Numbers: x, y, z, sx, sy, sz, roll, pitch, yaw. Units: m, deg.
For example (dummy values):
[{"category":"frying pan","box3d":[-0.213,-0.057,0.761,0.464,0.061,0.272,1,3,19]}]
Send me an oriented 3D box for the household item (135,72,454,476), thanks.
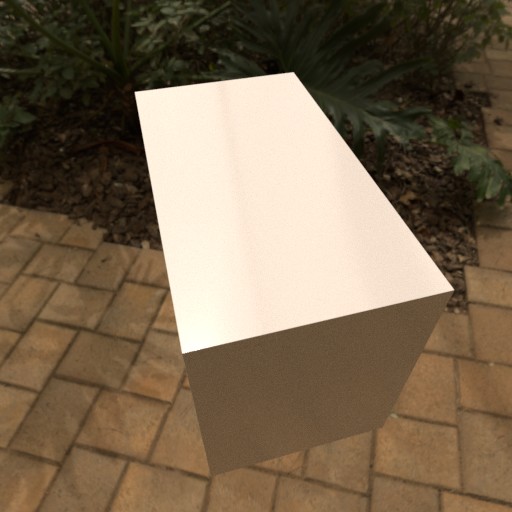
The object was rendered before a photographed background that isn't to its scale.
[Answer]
[{"category":"household item","box3d":[0.000,0.000,1.547,0.597,0.749,1.100,-11,48,-10]}]
